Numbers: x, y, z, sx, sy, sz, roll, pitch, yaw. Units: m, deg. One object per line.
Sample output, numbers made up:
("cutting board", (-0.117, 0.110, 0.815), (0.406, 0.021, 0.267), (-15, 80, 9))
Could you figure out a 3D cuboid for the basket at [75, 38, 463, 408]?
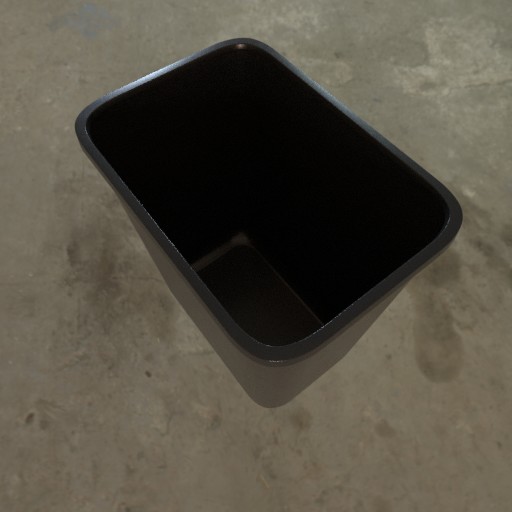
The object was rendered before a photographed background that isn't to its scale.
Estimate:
("basket", (0.000, 0.000, 0.497), (0.211, 0.307, 0.300), (-34, 65, -18))
